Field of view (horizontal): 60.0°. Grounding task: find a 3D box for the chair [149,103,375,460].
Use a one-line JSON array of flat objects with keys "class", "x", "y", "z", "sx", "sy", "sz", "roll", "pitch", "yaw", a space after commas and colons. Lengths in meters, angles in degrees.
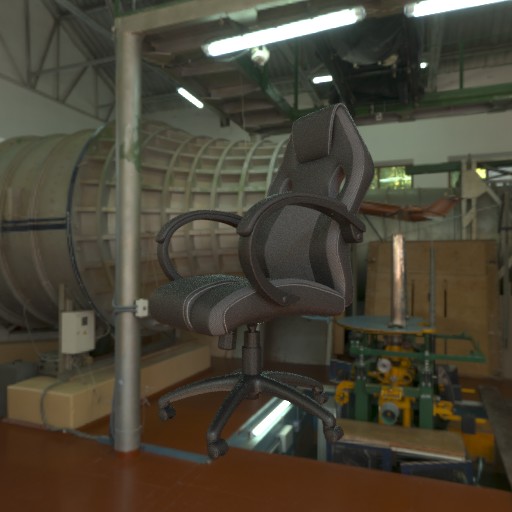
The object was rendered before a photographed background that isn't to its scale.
[{"class": "chair", "x": 0.000, "y": 0.000, "z": 1.618, "sx": 0.724, "sy": 1.187, "sz": 0.673, "roll": 0, "pitch": -1, "yaw": -35}]
